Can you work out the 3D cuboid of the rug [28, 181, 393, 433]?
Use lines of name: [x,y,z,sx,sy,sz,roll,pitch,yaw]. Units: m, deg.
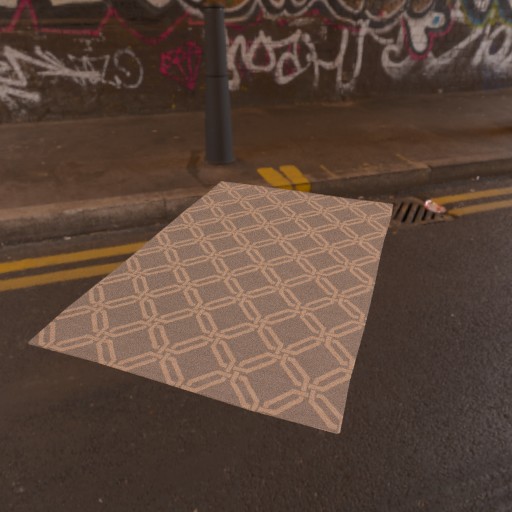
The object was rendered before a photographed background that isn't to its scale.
rug: [0.000,0.000,2.147,1.148,0.010,1.754,10,32,17]
